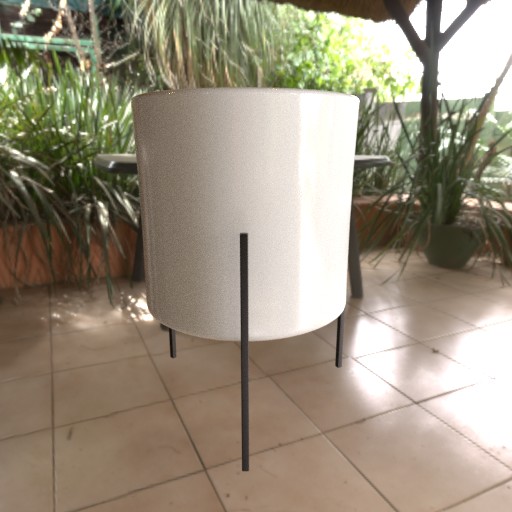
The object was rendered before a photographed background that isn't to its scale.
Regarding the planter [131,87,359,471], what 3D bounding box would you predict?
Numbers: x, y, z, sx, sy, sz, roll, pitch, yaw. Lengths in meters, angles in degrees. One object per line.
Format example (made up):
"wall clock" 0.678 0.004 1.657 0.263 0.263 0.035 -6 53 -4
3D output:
"planter" 0.000 0.000 0.721 0.361 0.480 0.360 -7 16 -25
